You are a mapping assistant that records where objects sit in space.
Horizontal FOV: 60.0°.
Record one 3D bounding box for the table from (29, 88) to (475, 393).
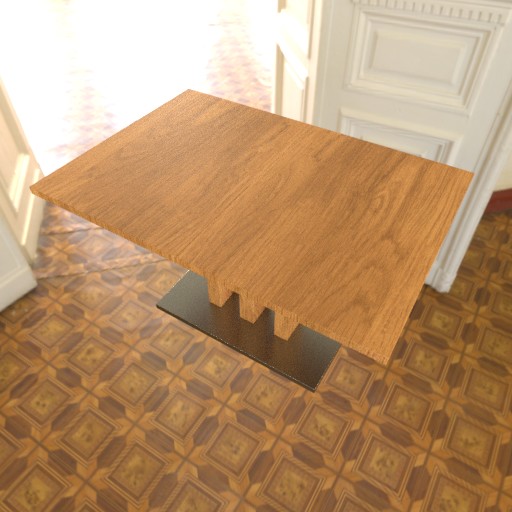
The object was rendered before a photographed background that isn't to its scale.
[{"bbox_3d":[0.000,0.000,1.843,1.300,0.770,0.900,24,50,22],"label":"table"}]
